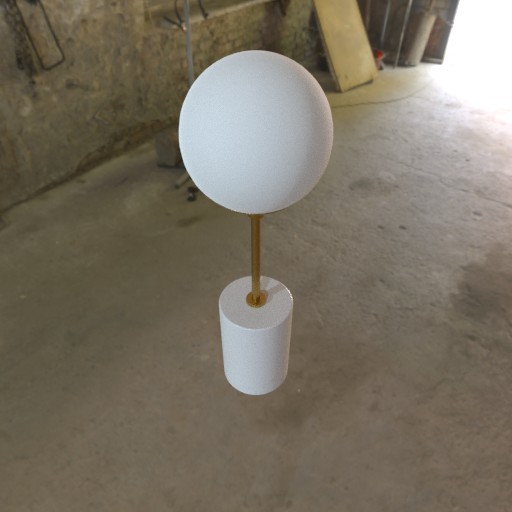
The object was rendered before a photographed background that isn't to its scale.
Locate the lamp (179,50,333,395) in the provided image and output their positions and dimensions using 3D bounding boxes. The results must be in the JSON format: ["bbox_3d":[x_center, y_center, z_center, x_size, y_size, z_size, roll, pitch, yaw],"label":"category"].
[{"bbox_3d":[0.000,0.000,0.554,0.153,0.480,0.153,0,42,0],"label":"lamp"}]
